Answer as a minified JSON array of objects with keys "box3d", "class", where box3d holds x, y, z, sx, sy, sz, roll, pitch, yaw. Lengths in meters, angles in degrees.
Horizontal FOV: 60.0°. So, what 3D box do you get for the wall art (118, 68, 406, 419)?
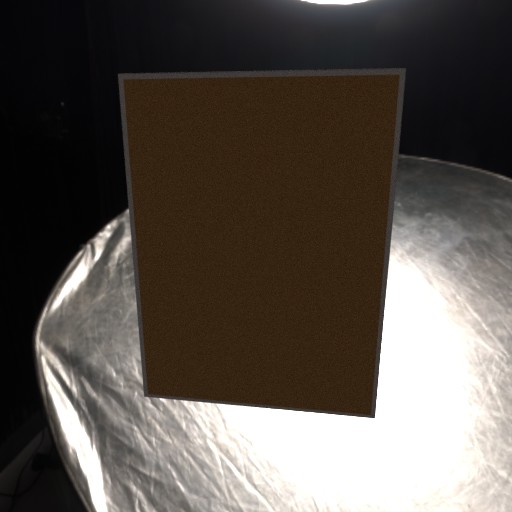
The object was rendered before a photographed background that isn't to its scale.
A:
[{"box3d":[0.000,0.000,1.582,0.914,1.221,0.046,3,16,9],"class":"wall art"}]
